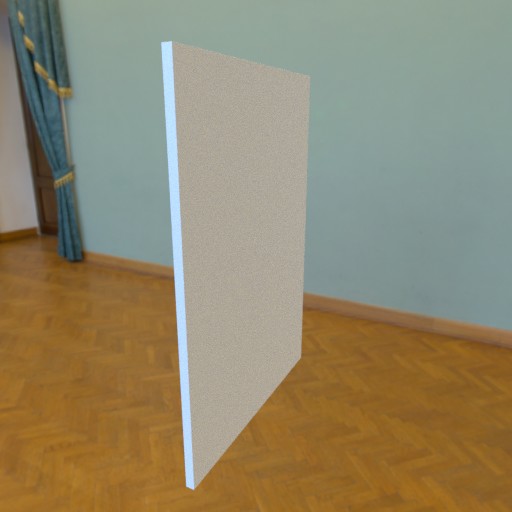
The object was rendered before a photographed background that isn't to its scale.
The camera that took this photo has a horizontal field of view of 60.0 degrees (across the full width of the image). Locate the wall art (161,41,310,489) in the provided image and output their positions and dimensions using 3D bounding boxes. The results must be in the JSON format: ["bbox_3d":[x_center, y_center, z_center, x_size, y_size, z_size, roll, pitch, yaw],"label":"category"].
[{"bbox_3d":[0.000,0.000,0.666,0.013,0.533,0.381,8,19,26],"label":"wall art"}]
